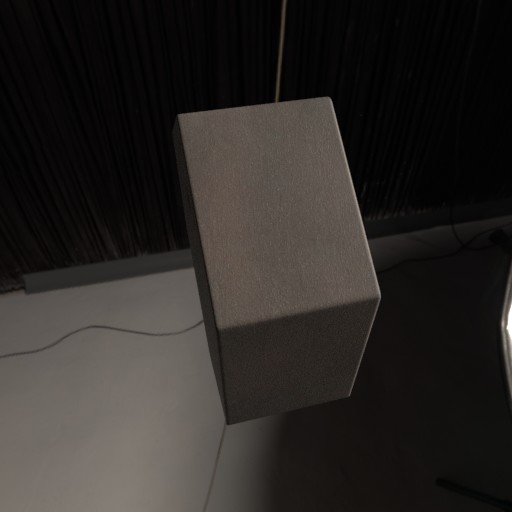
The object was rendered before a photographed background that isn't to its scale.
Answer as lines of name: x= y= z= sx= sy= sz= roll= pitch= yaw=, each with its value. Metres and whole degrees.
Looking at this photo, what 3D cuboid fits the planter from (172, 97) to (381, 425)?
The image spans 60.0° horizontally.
planter: x=0.000 y=0.000 z=0.287 sx=0.077 sy=0.206 sz=0.169 roll=-10 pitch=47 yaw=-10
